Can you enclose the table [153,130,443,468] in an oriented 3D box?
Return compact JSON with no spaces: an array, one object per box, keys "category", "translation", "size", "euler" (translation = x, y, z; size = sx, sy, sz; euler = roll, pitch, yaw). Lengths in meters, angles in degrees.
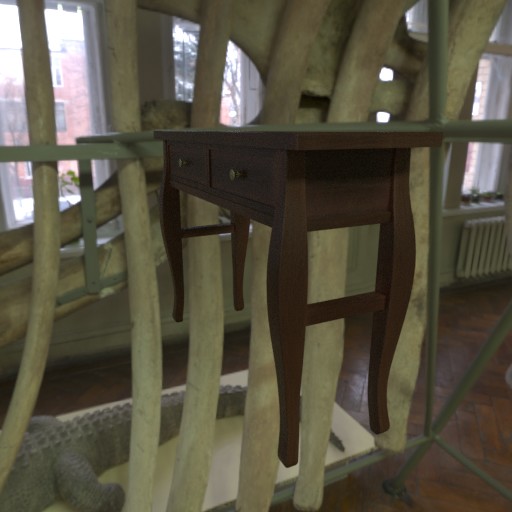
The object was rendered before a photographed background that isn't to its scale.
[{"category":"table","translation":[0.000,0.000,1.417],"size":[0.373,0.768,1.062],"euler":[-8,18,-25]}]
